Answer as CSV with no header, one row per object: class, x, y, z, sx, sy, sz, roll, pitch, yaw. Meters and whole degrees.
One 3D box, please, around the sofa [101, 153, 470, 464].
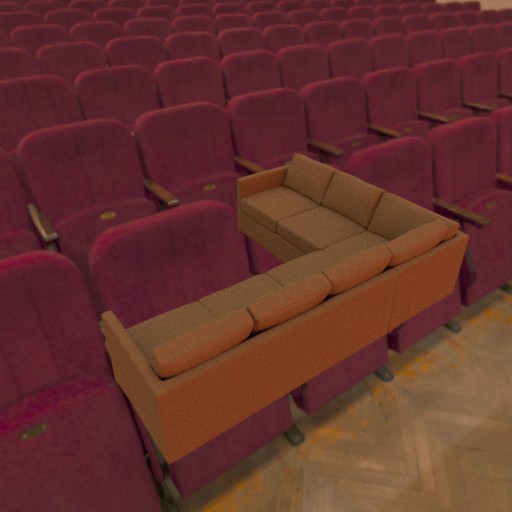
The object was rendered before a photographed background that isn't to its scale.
sofa,0.000,0.000,4.277,3.182,0.871,2.432,-21,38,-30
